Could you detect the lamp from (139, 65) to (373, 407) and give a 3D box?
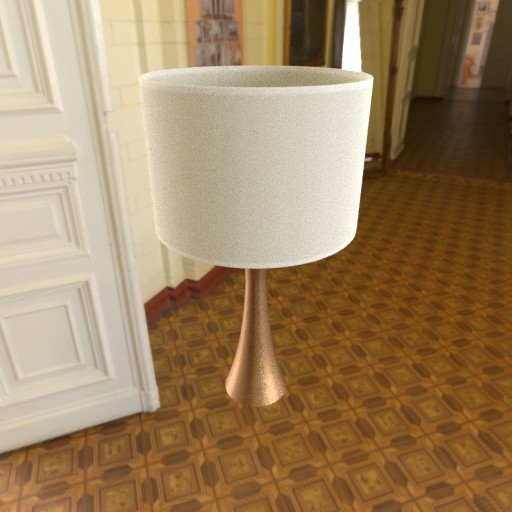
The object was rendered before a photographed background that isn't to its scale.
[{"bbox_3d":[0.000,0.000,0.628,0.268,0.479,0.268,-9,28,-17],"label":"lamp"}]
